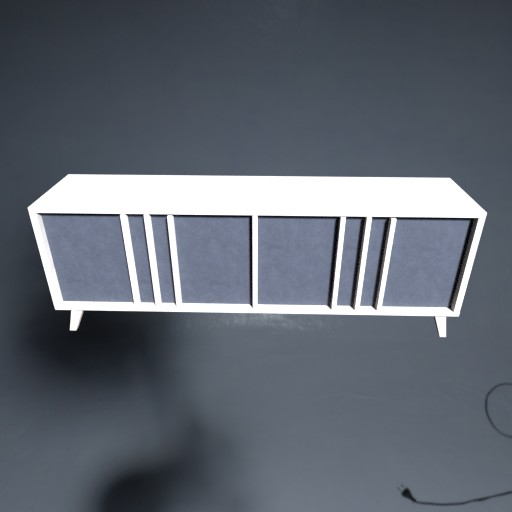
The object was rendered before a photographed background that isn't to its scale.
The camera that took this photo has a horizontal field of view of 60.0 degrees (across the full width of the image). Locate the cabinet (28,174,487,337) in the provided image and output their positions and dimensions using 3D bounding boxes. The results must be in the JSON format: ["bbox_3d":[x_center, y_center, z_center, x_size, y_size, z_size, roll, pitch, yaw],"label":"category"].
[{"bbox_3d":[0.000,0.000,2.525,2.198,0.779,0.499,1,29,1],"label":"cabinet"}]
